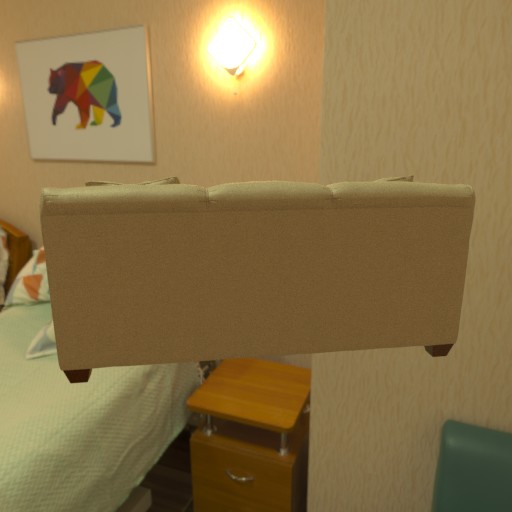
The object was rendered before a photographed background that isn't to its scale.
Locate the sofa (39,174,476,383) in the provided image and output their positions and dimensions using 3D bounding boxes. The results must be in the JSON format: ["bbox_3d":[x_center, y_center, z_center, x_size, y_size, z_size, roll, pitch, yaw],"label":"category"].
[{"bbox_3d":[0.000,0.000,2.558,2.024,0.958,0.997,-2,15,-8],"label":"sofa"}]
